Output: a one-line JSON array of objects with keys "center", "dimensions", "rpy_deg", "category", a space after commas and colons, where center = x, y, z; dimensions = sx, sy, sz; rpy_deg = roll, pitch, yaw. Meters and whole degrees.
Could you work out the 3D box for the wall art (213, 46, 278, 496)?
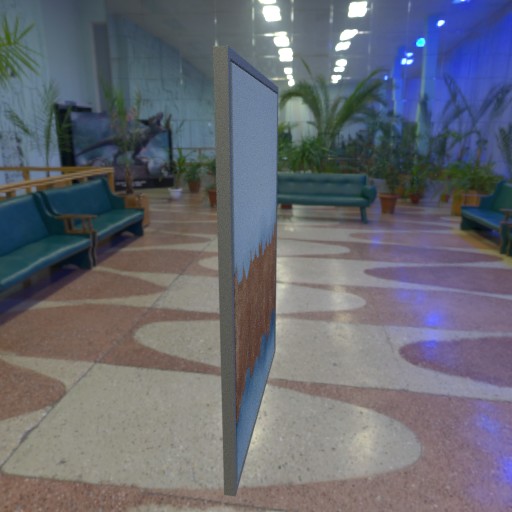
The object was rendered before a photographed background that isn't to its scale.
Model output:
[{"center": [0.000, 0.000, 1.356], "dimensions": [0.034, 1.042, 0.789], "rpy_deg": [3, 16, 9], "category": "wall art"}]
